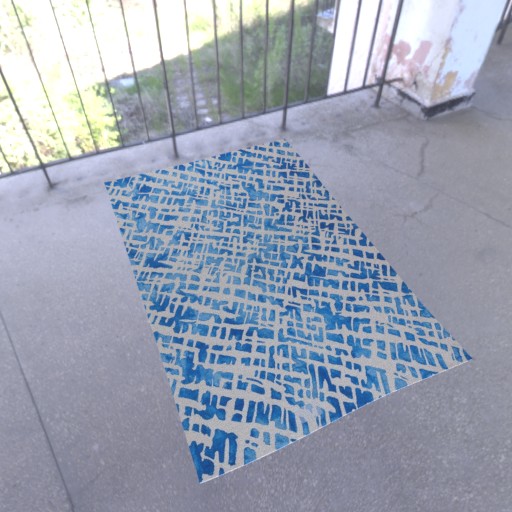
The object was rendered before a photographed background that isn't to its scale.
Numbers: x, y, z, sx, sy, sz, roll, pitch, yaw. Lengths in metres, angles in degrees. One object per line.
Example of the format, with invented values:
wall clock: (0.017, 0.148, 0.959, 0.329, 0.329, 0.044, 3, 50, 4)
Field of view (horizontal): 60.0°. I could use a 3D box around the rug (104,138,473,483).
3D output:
rug: (0.000, 0.000, 2.264, 1.209, 0.011, 1.830, -18, 50, -16)
